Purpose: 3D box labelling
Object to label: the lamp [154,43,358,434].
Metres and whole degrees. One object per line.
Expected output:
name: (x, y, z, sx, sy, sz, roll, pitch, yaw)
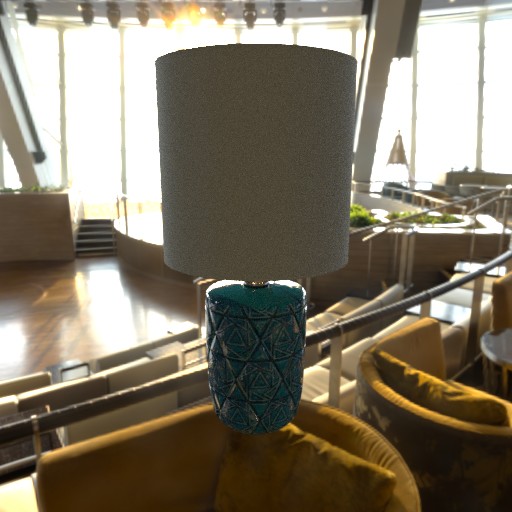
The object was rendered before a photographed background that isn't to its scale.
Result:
lamp: (0.000, 0.000, 0.473, 0.193, 0.377, 0.193, -12, 18, -42)
